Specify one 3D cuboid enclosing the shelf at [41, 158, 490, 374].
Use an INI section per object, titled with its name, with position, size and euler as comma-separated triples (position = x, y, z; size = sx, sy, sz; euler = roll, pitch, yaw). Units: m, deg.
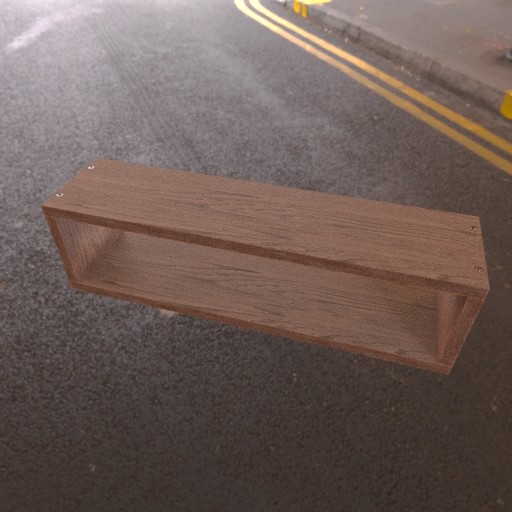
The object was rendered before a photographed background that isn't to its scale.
[shelf]
position = 0.000, 0.000, 0.689
size = 0.610, 0.170, 0.150
euler = 11, 42, 12
